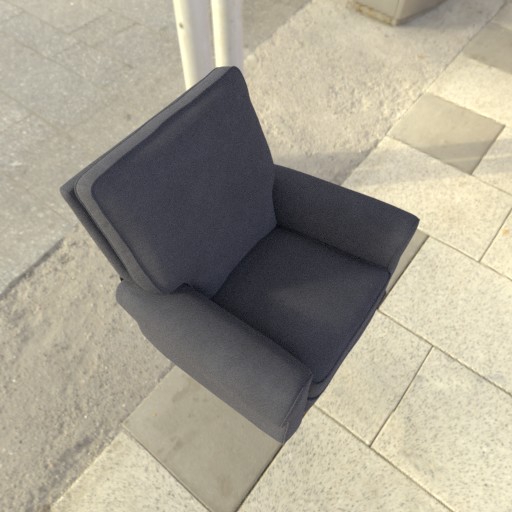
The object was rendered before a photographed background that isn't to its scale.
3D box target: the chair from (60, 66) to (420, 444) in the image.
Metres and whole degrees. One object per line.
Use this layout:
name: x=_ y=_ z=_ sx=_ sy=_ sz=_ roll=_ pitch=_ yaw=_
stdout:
chair: x=0.000 y=0.000 z=1.586 sx=0.878 sy=0.961 sz=0.890 roll=31 pitch=61 yaw=19
